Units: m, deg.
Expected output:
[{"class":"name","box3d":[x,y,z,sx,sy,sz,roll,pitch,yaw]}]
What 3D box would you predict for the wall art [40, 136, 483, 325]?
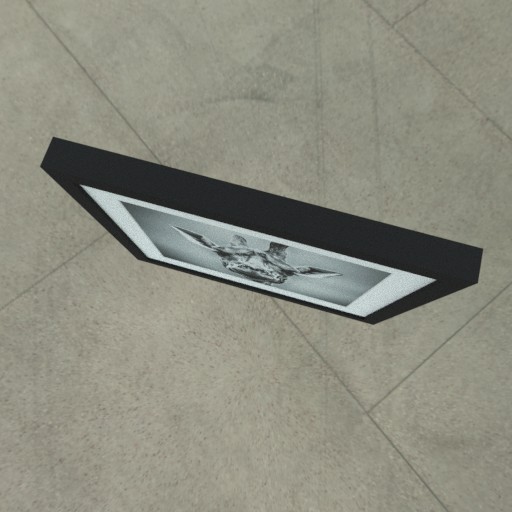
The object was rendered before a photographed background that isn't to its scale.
[{"class":"wall art","box3d":[0.000,0.000,0.534,0.381,0.330,0.031,15,76,4]}]
